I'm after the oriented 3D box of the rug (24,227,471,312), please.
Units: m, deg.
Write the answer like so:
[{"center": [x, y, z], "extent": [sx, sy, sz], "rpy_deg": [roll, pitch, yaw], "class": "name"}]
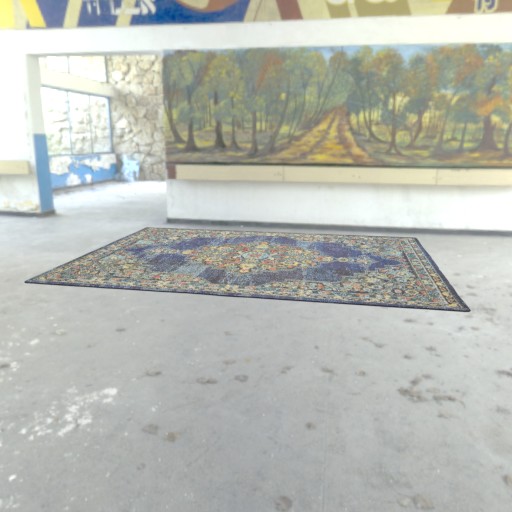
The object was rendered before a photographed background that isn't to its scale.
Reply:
[{"center": [0.000, 0.000, 3.804], "extent": [2.940, 0.011, 2.053], "rpy_deg": [3, 15, 10], "class": "rug"}]
